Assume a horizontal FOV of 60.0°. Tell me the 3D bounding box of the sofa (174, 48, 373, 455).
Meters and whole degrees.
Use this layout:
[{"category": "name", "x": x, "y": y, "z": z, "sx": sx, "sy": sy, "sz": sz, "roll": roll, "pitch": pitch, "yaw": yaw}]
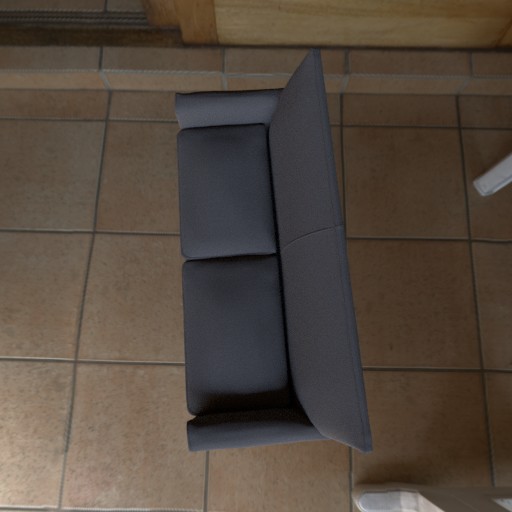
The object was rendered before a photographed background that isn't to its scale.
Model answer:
[{"category": "sofa", "x": 0.000, "y": 0.000, "z": 2.517, "sx": 0.843, "sy": 0.907, "sz": 2.002, "roll": -4, "pitch": 76, "yaw": -1}]
